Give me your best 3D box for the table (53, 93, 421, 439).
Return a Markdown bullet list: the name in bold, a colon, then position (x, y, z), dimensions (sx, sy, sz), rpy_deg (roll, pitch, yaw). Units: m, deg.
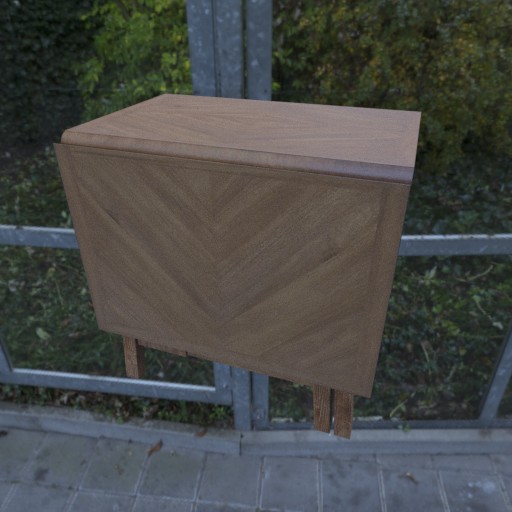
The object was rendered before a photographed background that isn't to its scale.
- **table**: position (0.000, 0.000, 1.632), dimensions (0.967, 0.981, 0.701), rpy_deg (10, 32, 17)
